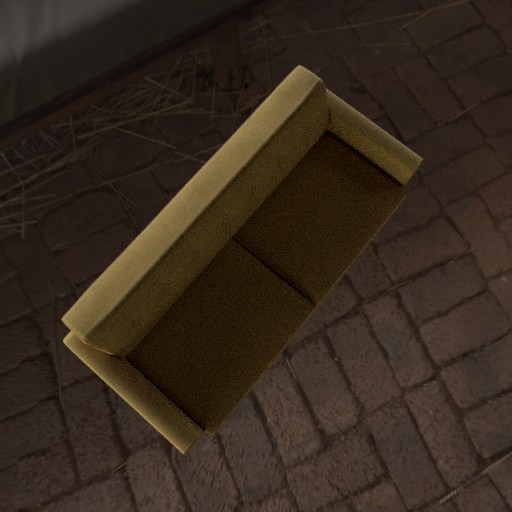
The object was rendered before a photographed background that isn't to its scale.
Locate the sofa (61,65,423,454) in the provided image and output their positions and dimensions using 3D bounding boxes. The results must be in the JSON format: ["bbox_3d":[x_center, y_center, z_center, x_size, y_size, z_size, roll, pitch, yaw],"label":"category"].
[{"bbox_3d":[0.000,0.000,2.530,0.909,0.841,2.029,39,79,9],"label":"sofa"}]
